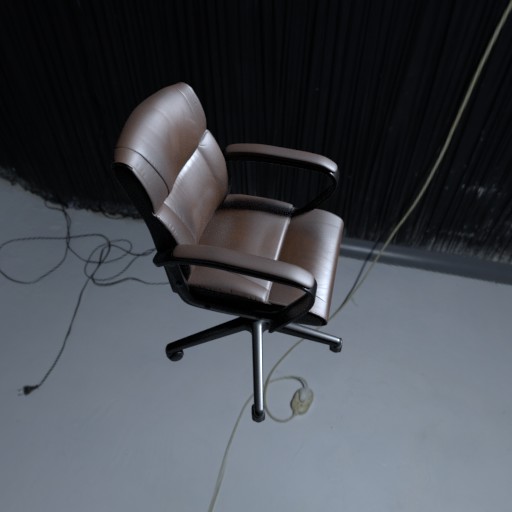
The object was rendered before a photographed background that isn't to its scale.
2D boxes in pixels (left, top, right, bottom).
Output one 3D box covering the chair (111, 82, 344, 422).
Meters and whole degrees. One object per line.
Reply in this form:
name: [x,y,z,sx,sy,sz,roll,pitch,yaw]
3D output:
chair: [0.000,0.000,1.518,0.717,1.004,0.739,11,48,10]
